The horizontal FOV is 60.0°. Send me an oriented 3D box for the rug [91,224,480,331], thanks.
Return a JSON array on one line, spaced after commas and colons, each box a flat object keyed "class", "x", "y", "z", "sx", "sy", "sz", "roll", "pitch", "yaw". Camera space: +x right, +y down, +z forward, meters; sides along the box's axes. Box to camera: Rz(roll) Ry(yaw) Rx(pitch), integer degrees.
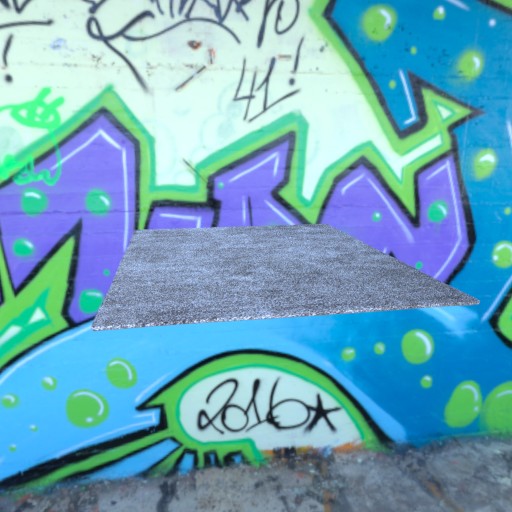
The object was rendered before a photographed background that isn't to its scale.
[{"class": "rug", "x": 0.000, "y": 0.000, "z": 4.080, "sx": 2.401, "sy": 0.025, "sz": 3.000, "roll": -3, "pitch": 14, "yaw": -10}]
